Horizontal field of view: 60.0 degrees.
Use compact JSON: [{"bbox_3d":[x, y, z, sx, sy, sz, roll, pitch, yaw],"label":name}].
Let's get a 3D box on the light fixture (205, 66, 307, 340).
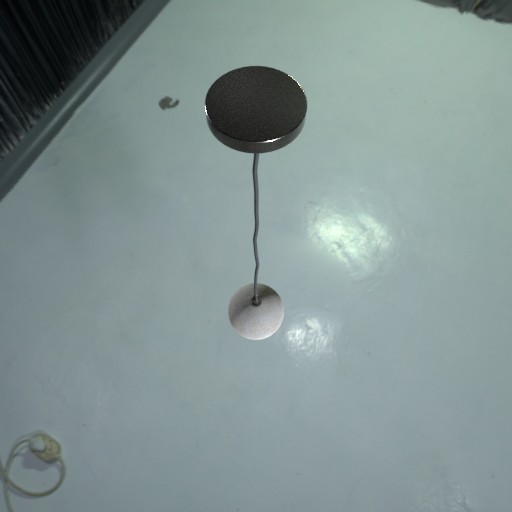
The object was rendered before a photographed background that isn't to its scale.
[{"bbox_3d":[0.000,0.000,0.822,0.139,0.764,0.139,18,66,9],"label":"light fixture"}]
